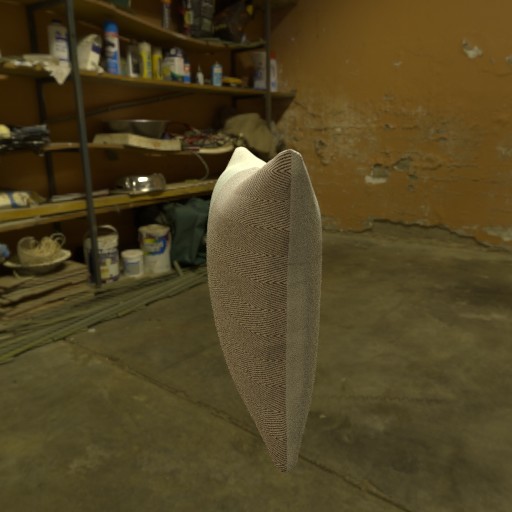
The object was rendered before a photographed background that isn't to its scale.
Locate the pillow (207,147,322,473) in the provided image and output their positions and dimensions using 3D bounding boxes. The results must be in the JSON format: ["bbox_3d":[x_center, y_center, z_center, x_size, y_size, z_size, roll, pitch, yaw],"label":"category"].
[{"bbox_3d":[0.000,0.000,0.629,0.139,0.305,0.506,-2,15,-6],"label":"pillow"}]
